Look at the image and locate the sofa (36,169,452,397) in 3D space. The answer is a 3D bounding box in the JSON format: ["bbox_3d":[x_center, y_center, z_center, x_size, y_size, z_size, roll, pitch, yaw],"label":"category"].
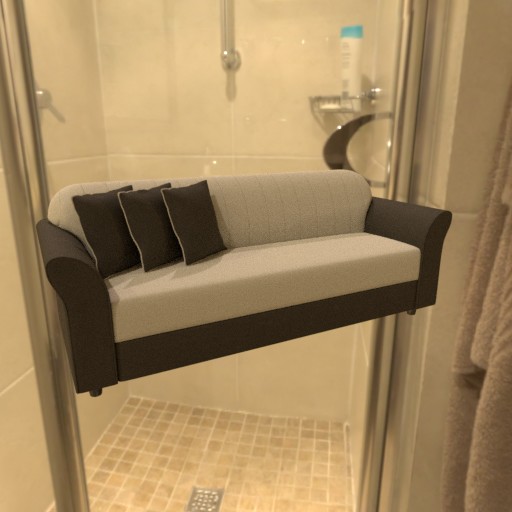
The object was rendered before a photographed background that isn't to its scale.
[{"bbox_3d":[0.000,0.000,2.313,2.001,0.787,0.755,-8,18,-26],"label":"sofa"}]
